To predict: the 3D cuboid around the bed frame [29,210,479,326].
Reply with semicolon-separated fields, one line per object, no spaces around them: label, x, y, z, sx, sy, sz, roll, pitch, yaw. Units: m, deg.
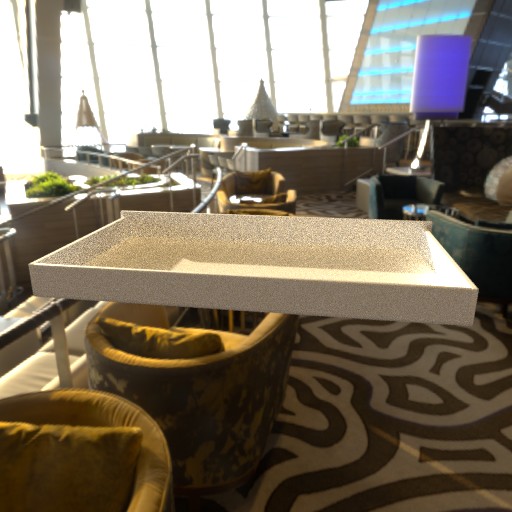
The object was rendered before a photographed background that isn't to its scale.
bed frame;0.000;0.000;1.553;1.300;0.141;0.670;3;18;9
